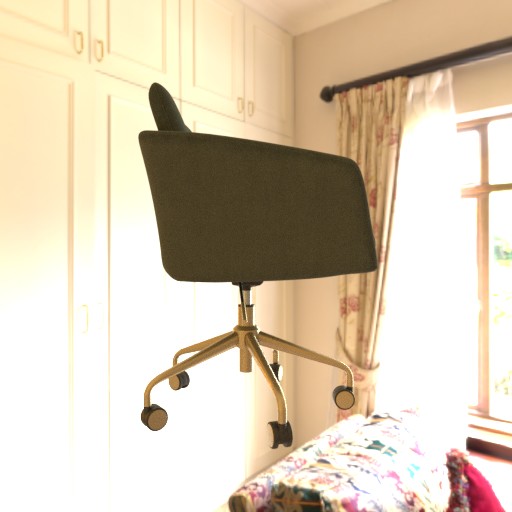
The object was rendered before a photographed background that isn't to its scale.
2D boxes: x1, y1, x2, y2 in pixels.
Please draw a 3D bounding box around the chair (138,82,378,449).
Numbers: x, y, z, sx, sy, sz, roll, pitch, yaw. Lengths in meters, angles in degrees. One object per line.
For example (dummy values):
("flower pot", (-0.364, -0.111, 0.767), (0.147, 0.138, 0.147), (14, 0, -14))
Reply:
("chair", (0.000, 0.000, 1.332), (0.635, 0.908, 0.641), (0, 0, 1))
